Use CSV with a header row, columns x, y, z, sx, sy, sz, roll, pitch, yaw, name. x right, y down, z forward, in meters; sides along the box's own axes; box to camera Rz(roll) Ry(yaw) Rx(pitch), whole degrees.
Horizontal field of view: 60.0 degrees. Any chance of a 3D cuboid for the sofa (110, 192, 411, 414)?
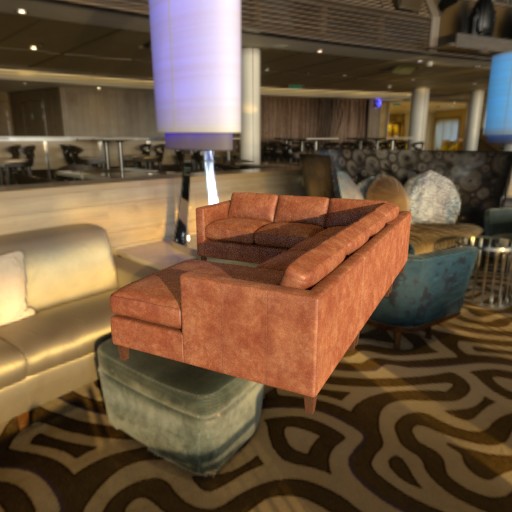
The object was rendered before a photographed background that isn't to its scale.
x,y,z,sx,sy,sz,roll,pitch,yaw,name
0.000,0.000,4.418,2.452,0.888,3.324,7,16,26,sofa
